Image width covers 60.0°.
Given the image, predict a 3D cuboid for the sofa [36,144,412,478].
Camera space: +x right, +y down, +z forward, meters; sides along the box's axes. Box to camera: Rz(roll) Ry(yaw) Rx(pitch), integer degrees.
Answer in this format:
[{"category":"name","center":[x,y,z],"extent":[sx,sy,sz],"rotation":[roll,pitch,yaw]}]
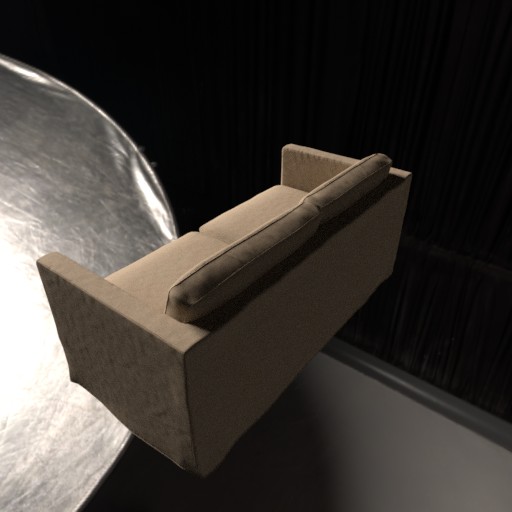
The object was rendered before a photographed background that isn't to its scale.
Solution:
[{"category":"sofa","center":[0.000,0.000,2.464],"extent":[0.956,0.847,1.987],"rotation":[23,39,31]}]
